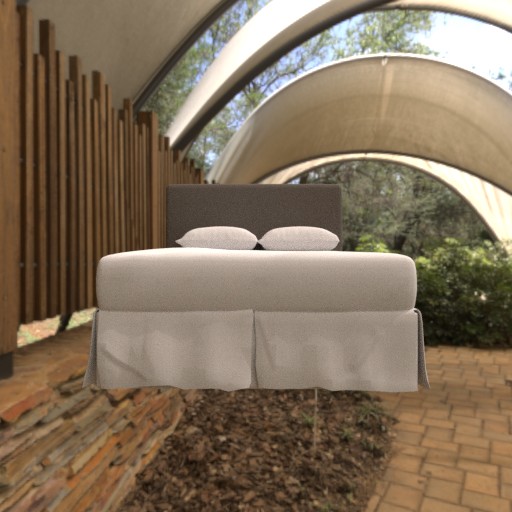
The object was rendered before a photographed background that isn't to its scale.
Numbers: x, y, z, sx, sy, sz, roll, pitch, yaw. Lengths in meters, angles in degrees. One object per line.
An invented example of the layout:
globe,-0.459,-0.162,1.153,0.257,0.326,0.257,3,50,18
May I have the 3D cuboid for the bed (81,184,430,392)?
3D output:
bed,0.000,0.000,3.187,1.723,1.330,2.142,0,1,0
